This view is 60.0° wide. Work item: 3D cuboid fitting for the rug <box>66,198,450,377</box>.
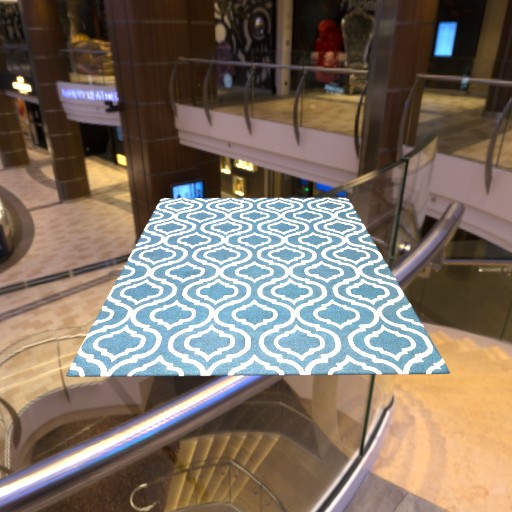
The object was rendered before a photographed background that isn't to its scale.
[{"bbox_3d":[0.000,0.000,4.296,2.438,0.010,3.353,0,27,-1],"label":"rug"}]
